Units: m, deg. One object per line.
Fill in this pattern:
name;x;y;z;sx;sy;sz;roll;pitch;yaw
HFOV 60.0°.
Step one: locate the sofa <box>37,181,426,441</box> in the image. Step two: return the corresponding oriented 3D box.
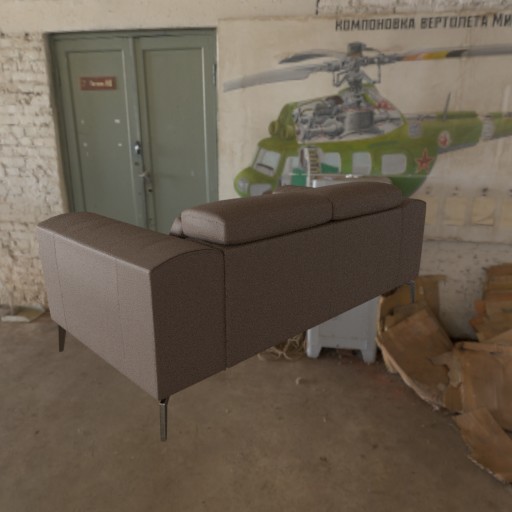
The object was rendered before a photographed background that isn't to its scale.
sofa;0.000;0.000;2.381;1.895;0.779;1.003;-15;22;-42
